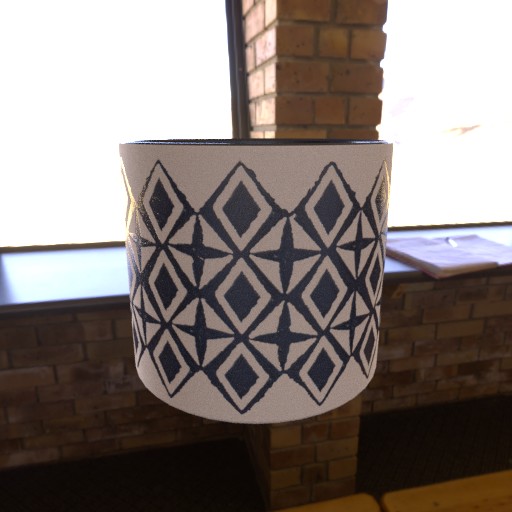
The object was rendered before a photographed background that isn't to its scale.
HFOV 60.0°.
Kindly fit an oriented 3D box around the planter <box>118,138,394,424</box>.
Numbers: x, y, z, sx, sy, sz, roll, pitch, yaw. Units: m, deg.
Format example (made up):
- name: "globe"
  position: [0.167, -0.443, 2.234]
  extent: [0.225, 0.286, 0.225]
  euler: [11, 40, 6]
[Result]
- name: "planter"
  position: [0.000, 0.000, 0.325]
  extent: [0.182, 0.165, 0.182]
  euler: [0, 16, 0]
